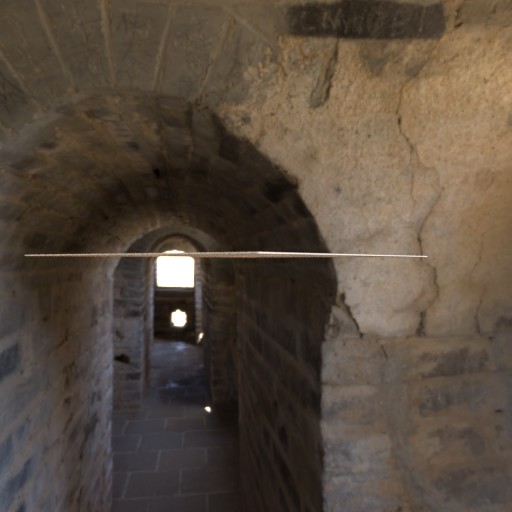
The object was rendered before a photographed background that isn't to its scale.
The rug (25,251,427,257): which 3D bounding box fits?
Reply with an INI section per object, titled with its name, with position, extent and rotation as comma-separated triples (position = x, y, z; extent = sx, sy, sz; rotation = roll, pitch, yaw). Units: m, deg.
[rug]
position = 0.000, 0.000, 2.929
extent = 1.611, 0.008, 2.227
rotation = 0, -1, 36
